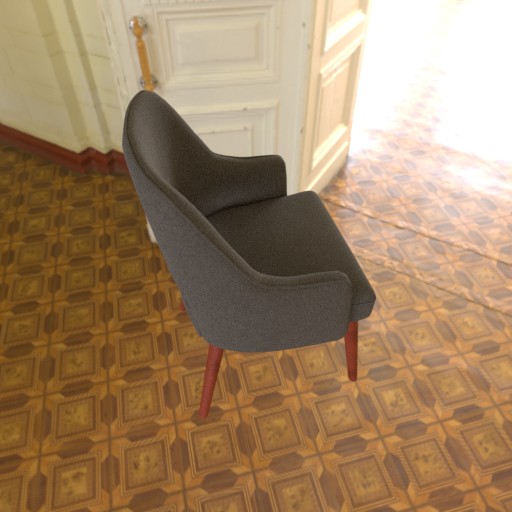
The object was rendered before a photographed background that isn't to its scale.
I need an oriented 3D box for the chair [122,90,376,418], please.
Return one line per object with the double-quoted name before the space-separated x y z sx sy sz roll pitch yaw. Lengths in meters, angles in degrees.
"chair" 0.000 0.000 1.223 0.560 0.838 0.559 -11 47 -10
